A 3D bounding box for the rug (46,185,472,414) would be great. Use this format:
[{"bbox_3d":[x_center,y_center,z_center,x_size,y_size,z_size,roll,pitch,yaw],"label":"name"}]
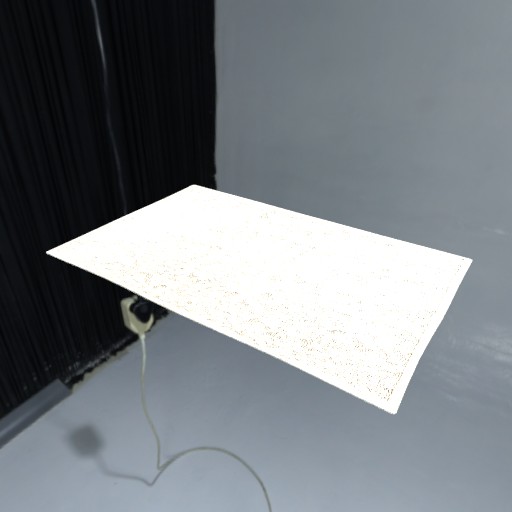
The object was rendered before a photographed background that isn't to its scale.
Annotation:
[{"bbox_3d":[0.000,0.000,2.978,2.435,0.012,1.529,19,35,29],"label":"rug"}]
